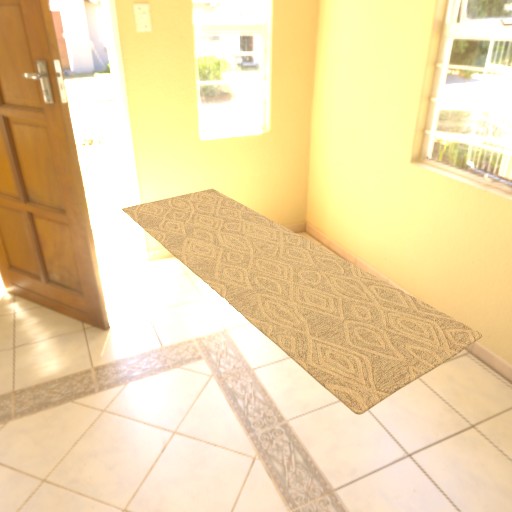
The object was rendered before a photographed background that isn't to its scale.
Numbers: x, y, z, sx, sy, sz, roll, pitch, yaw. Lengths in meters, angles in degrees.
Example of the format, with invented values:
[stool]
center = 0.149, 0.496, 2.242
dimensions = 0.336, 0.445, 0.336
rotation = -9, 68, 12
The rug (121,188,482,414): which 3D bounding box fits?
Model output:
[rug]
center = 0.000, 0.000, 2.660
dimensions = 0.807, 0.013, 2.436
rotation = -18, 33, -30
